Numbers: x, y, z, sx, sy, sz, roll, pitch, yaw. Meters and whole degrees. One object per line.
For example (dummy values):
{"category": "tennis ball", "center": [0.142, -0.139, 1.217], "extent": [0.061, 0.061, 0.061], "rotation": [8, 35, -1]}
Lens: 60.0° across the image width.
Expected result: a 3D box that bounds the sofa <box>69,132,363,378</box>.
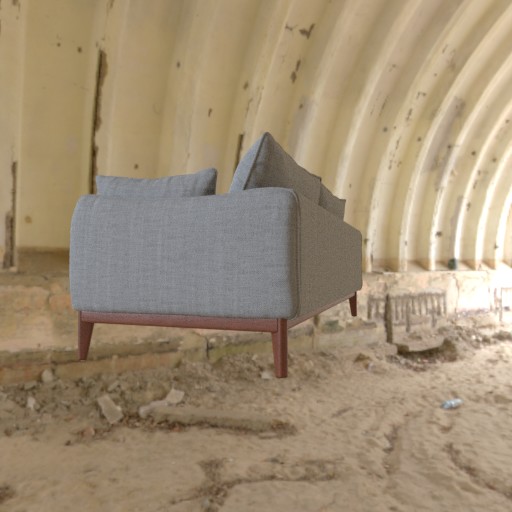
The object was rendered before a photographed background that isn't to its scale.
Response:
{"category": "sofa", "center": [0.000, 0.000, 2.495], "extent": [0.972, 0.851, 1.989], "rotation": [0, -1, 20]}
